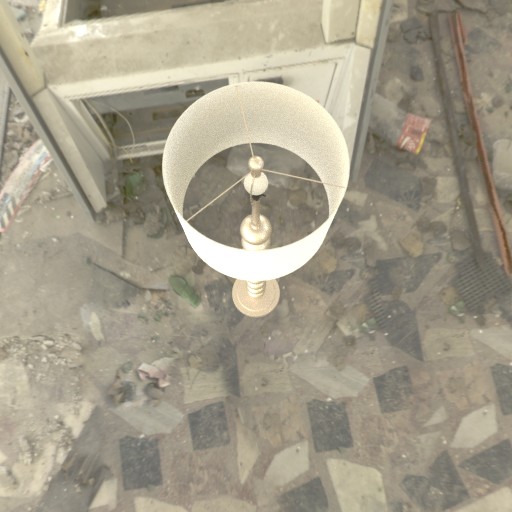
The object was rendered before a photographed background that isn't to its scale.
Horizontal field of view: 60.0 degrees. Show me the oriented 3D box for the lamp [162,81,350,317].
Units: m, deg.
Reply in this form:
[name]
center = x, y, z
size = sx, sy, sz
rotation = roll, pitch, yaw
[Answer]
[lamp]
center = 0.000, 0.000, 1.628
size = 0.394, 1.474, 0.394
rotation = 16, 75, 5
